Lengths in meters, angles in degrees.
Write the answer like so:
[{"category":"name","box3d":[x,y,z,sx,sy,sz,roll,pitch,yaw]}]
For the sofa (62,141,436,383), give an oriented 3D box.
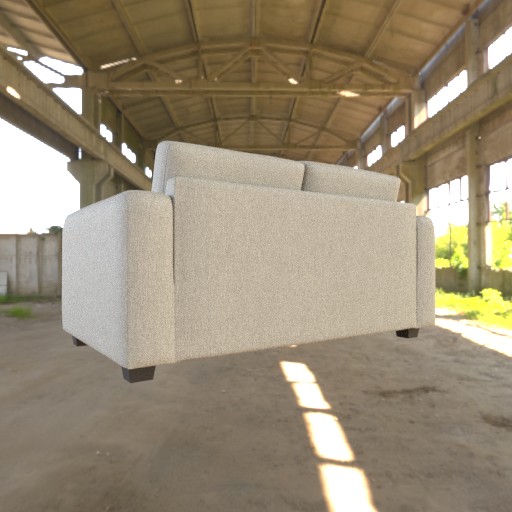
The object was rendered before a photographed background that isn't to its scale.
[{"category":"sofa","box3d":[0.000,0.000,2.073,1.540,0.800,0.900,0,-1,-35]}]
